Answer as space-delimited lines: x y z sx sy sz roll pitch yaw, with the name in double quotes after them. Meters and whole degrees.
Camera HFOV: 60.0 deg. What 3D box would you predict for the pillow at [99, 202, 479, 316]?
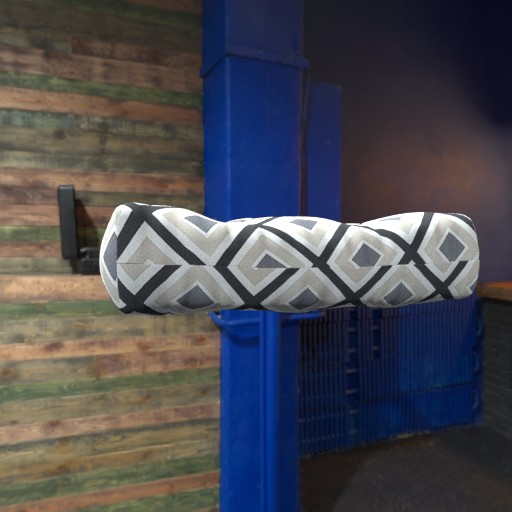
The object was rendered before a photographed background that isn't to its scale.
0.000 0.000 0.718 0.468 0.128 0.490 -1 2 -18 "pillow"
